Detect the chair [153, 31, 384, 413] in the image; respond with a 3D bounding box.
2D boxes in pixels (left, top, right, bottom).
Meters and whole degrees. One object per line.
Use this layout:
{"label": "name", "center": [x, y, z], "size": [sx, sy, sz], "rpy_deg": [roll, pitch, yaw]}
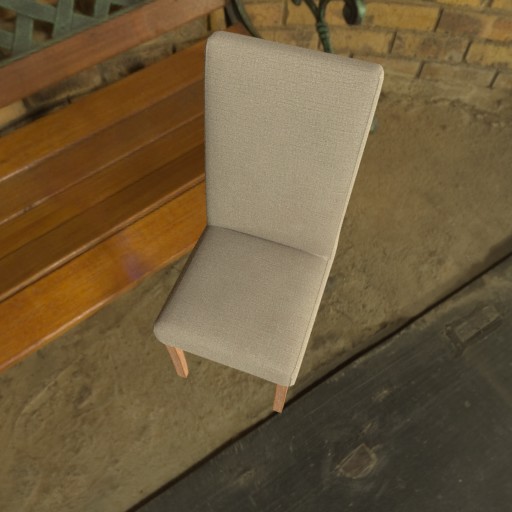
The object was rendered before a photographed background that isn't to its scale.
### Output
{"label": "chair", "center": [0.000, 0.000, 1.349], "size": [0.450, 1.033, 0.611], "rpy_deg": [17, 60, 10]}
